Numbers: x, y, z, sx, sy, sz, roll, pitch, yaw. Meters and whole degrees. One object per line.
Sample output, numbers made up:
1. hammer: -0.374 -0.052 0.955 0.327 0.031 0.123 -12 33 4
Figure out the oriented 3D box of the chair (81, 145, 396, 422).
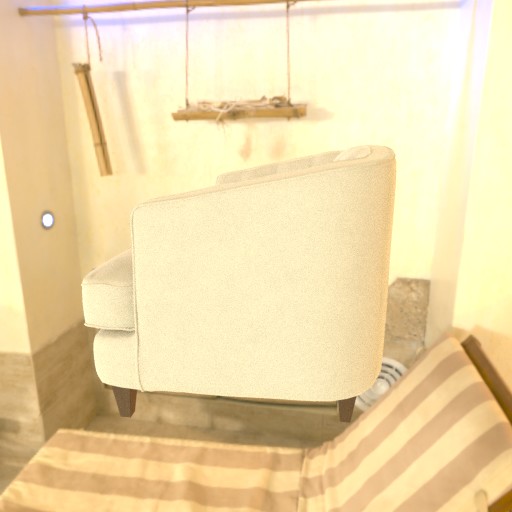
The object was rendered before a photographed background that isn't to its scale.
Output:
1. chair: 0.000 0.000 1.750 0.941 0.852 1.104 2 15 9
